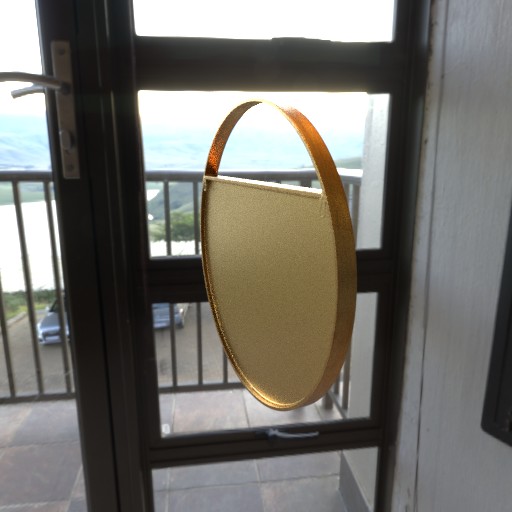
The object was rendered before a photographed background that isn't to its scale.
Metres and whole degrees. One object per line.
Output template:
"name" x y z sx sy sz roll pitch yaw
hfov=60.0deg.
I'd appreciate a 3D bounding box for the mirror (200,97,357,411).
"mirror" 0.000 0.000 0.841 0.032 0.565 0.565 -6 15 -25
